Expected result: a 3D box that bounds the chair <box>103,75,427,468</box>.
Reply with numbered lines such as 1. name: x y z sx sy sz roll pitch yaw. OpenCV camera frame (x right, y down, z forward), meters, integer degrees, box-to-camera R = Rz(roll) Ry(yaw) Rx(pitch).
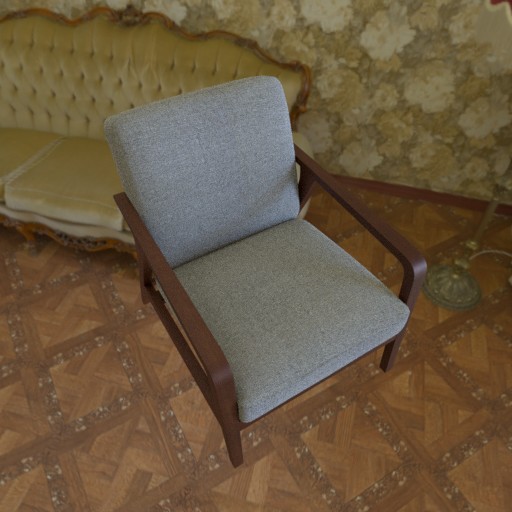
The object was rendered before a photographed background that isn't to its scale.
1. chair: 0.000 0.000 1.463 0.704 0.847 0.858 -24 51 -21
